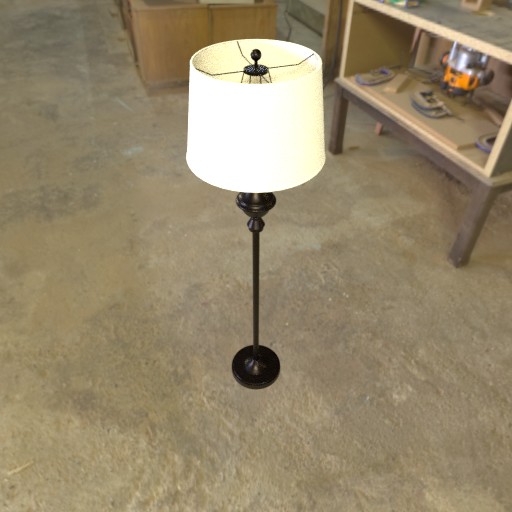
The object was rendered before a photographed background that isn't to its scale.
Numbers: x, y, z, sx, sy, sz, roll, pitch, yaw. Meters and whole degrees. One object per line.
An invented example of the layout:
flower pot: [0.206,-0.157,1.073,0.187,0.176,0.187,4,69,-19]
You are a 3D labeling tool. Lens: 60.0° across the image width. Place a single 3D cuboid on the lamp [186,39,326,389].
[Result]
lamp: [0.000,0.000,1.675,0.431,1.484,0.431,0,42,0]
